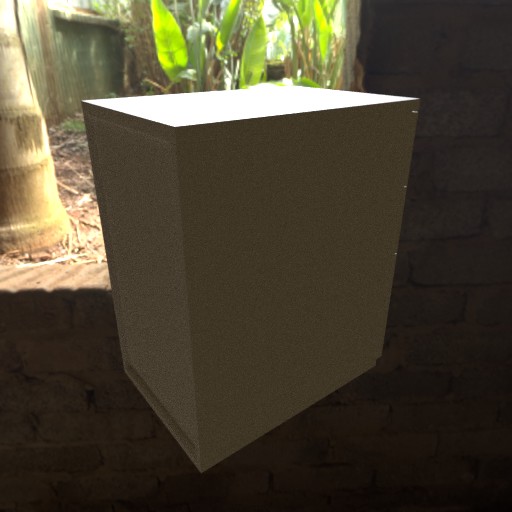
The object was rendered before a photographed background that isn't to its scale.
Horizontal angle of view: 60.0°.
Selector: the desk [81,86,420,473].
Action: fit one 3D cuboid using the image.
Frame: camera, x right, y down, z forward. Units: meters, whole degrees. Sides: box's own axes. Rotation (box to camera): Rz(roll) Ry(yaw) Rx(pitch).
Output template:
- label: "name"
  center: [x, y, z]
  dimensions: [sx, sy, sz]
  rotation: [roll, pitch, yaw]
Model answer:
- label: "desk"
  center: [0.000, 0.000, 1.090]
  dimensions: [0.600, 0.730, 0.404]
  rotation: [-18, 31, -33]
